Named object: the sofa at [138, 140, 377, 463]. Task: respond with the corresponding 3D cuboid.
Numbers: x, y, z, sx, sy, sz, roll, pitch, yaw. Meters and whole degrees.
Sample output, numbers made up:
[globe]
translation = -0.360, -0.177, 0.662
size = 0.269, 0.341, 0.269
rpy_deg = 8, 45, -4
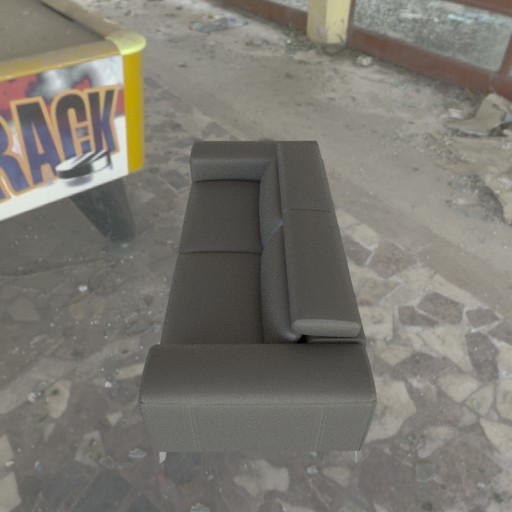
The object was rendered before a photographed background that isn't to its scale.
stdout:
[sofa]
translation = 0.000, 0.000, 2.813
size = 1.023, 0.759, 2.321
rpy_deg = 0, 41, 0
